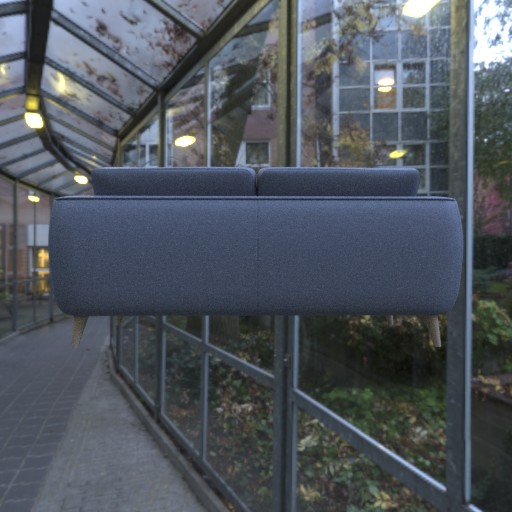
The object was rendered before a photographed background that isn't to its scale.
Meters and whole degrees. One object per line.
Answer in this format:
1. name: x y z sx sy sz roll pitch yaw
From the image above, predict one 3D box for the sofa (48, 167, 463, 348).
1. sofa: 0.000 0.000 2.510 2.000 0.870 0.920 0 0 -1
